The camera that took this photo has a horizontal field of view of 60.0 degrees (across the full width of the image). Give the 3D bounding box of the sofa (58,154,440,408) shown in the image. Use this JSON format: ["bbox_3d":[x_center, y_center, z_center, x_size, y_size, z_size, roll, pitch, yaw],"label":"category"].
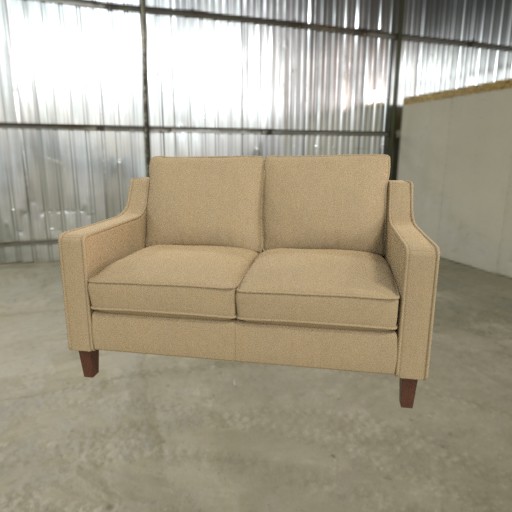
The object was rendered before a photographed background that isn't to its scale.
[{"bbox_3d":[0.000,0.000,2.178,1.501,0.971,0.987,2,14,10],"label":"sofa"}]
